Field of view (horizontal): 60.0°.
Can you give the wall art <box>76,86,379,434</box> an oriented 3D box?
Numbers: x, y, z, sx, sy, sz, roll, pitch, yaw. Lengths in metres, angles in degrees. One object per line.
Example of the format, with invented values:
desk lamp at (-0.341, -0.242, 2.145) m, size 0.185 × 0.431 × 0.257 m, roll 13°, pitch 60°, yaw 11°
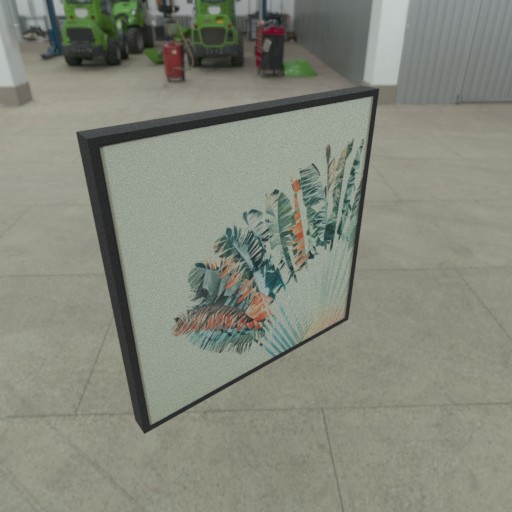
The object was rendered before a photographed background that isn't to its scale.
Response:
wall art at (0.000, 0.000, 0.775) m, size 0.509 × 0.507 × 0.037 m, roll -21°, pitch 37°, yaw -32°
